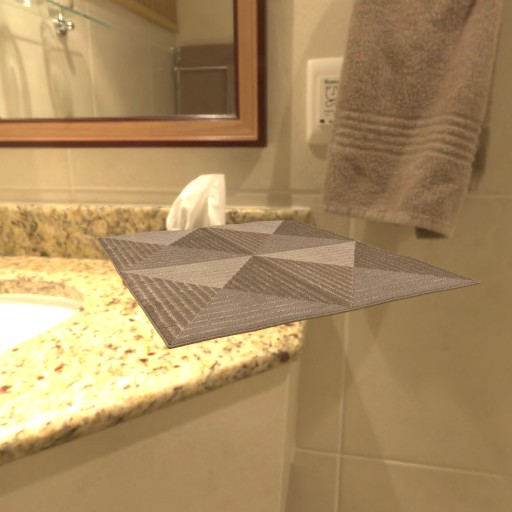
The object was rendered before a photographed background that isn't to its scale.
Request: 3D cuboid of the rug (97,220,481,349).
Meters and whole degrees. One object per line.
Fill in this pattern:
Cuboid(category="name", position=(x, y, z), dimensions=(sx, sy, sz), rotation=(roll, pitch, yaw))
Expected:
Cuboid(category="rug", position=(0.000, 0.000, 0.911), dimensions=(0.551, 0.008, 0.642), rotation=(-7, 17, -25))
